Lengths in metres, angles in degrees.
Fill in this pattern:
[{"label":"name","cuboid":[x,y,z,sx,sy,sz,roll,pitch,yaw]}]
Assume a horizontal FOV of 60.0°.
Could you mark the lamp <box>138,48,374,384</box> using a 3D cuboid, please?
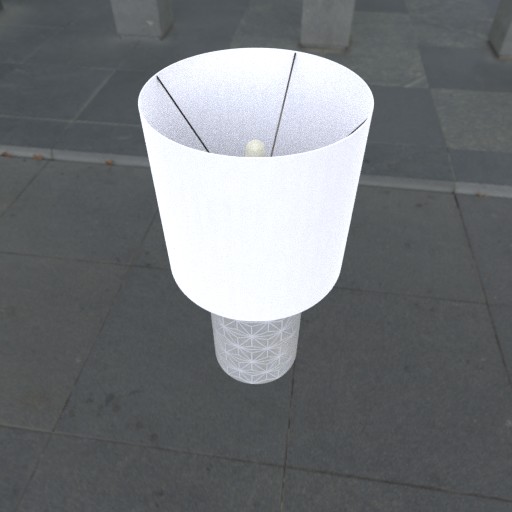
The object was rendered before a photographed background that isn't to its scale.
[{"label":"lamp","cuboid":[0.000,0.000,0.543,0.206,0.416,0.206,17,48,16]}]
